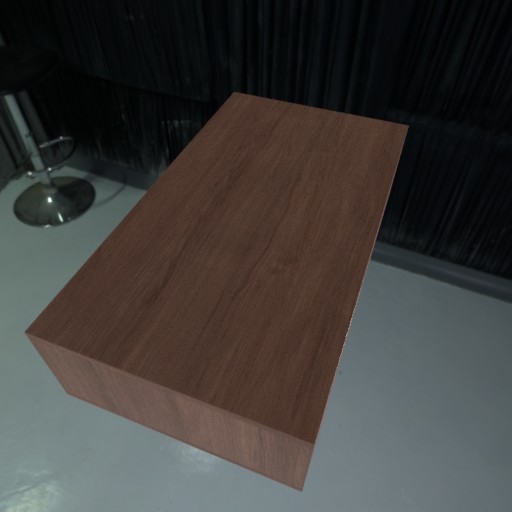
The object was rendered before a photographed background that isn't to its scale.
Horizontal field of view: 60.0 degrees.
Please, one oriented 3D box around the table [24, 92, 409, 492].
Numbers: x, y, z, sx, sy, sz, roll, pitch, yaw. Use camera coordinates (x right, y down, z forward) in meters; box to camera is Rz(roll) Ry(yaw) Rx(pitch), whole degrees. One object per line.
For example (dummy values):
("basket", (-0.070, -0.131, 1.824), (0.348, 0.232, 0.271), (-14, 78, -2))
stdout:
("table", (0.000, 0.000, 1.243), (0.600, 0.380, 1.020), (16, 49, 14))
